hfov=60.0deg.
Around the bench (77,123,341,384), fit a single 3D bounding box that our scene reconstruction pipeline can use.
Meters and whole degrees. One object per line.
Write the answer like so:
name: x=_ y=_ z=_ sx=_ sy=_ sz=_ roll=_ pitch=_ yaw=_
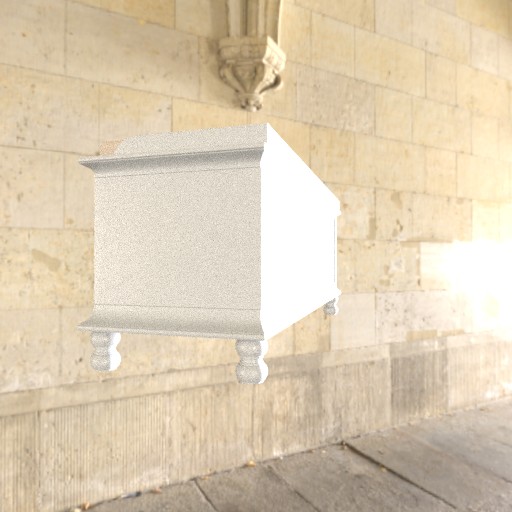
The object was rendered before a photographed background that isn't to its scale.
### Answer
bench: x=0.000 y=0.000 z=1.416 sx=0.402 sy=0.486 sz=1.185 roll=0 pitch=-1 yaw=17
